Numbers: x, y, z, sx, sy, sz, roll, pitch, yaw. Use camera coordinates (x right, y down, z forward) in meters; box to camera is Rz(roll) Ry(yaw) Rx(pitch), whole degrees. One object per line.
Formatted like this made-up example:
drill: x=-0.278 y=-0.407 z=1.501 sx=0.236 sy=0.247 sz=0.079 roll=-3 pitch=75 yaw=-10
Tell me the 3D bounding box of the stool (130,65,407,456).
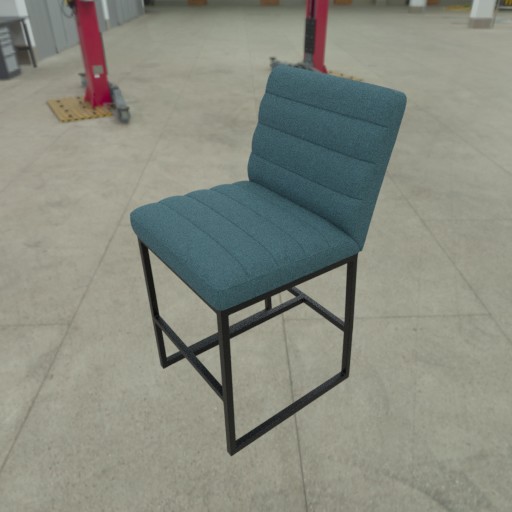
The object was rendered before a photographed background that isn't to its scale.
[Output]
stool: x=0.000 y=0.000 z=1.287 sx=0.560 sy=0.940 sz=0.460 roll=-22 pitch=39 yaw=-31
